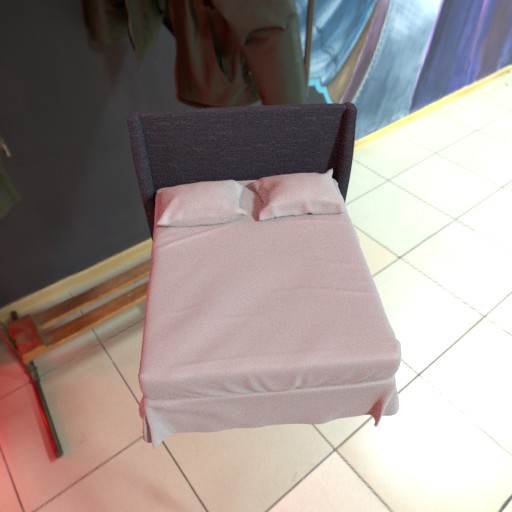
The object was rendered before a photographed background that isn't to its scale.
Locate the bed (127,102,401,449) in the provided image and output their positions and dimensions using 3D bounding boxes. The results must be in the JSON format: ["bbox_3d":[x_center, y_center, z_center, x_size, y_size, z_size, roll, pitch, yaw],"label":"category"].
[{"bbox_3d":[0.000,0.000,3.402,1.925,1.332,2.276,-4,46,-4],"label":"bed"}]
